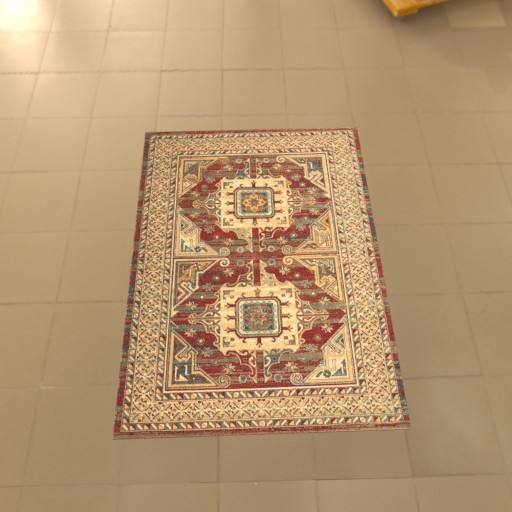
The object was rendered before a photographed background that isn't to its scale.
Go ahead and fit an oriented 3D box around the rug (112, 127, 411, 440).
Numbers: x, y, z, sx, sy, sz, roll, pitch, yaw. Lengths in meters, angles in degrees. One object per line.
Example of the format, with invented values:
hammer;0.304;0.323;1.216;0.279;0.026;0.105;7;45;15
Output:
rug;0.000;0.000;4.260;2.381;0.013;3.197;-2;63;-1
